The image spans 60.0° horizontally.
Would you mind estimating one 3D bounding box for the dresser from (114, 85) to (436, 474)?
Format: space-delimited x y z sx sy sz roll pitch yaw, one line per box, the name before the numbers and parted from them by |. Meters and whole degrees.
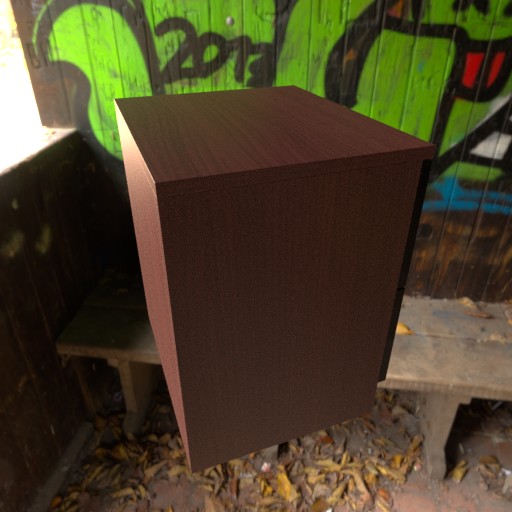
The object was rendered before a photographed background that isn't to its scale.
dresser | 0.000 0.000 0.763 0.360 0.470 0.400 -11 33 -18
